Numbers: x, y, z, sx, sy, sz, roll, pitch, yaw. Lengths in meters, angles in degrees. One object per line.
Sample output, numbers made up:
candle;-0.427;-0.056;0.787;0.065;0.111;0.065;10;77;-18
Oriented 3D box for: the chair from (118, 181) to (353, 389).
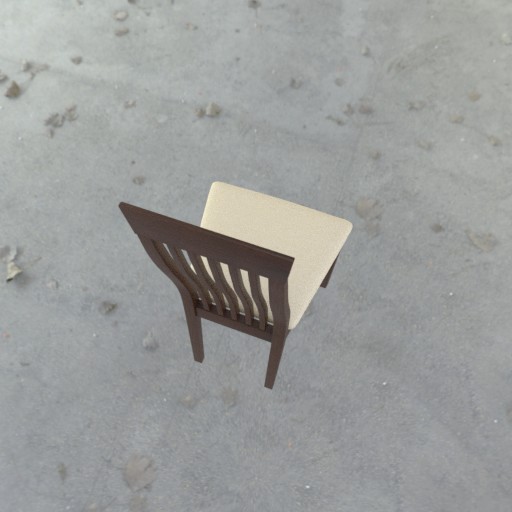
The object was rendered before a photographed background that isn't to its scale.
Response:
chair;0.000;0.000;1.231;0.460;1.027;0.474;18;65;9
